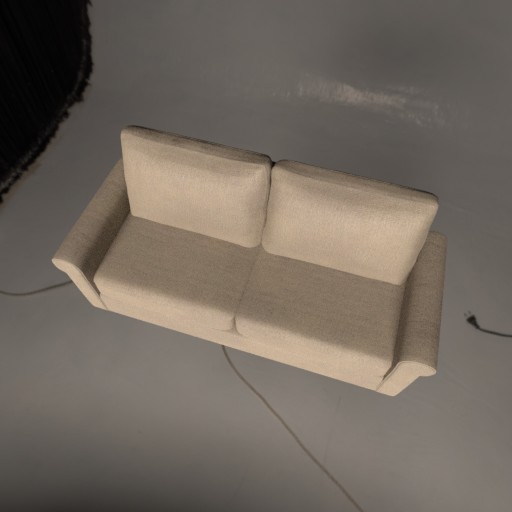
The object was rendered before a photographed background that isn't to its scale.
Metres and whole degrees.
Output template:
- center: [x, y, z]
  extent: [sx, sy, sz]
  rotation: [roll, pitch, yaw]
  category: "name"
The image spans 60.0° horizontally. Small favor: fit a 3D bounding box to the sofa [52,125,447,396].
- center: [0.000, 0.000, 2.424]
  extent: [1.935, 0.942, 0.842]
  rotation: [15, 60, 9]
  category: "sofa"
